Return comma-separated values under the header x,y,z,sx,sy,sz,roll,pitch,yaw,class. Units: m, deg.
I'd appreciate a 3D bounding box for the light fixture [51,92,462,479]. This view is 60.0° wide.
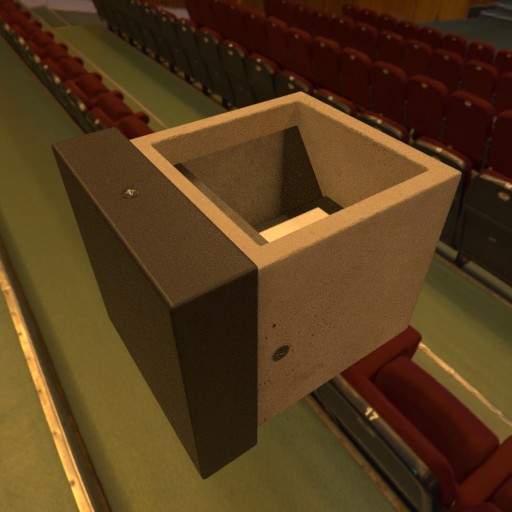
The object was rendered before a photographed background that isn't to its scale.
x,y,z,sx,sy,sz,roll,pitch,yaw,class
0.000,0.000,0.233,0.143,0.121,0.121,-25,47,-25,light fixture
